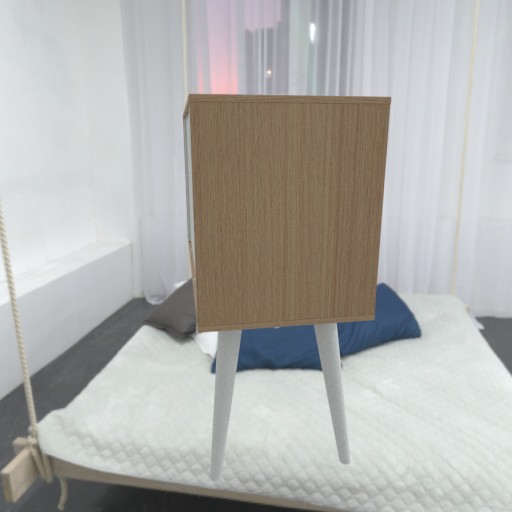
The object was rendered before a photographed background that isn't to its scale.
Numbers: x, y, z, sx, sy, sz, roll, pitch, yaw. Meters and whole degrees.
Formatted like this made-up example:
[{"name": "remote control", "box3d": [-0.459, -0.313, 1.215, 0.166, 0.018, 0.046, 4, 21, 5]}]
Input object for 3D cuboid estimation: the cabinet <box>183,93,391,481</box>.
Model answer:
[{"name": "cabinet", "box3d": [0.000, 0.000, 1.611, 0.470, 1.016, 1.057, -3, 15, -9]}]
